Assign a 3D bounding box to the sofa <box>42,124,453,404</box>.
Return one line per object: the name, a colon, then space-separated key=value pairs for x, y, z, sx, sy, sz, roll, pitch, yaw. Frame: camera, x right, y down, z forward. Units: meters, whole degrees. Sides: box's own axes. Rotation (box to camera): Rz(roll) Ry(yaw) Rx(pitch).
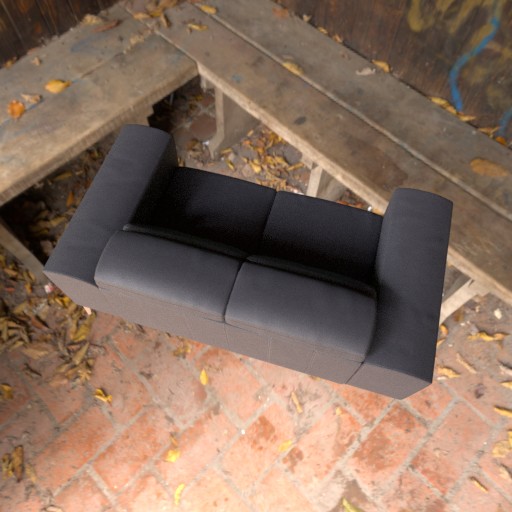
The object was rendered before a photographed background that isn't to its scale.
sofa: x=0.000 y=0.000 z=2.432 sx=1.895 sy=0.779 sz=1.003 roll=15 pitch=64 yaw=7
